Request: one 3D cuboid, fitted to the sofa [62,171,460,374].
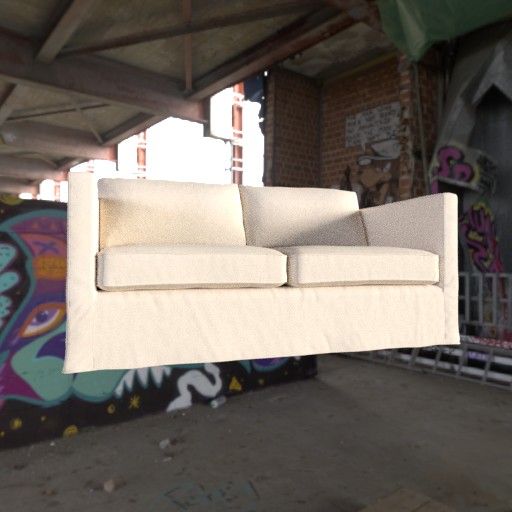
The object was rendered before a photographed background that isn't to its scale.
[{"bbox_3d":[0.000,0.000,2.261,1.746,0.834,0.962,0,-1,-18],"label":"sofa"}]
